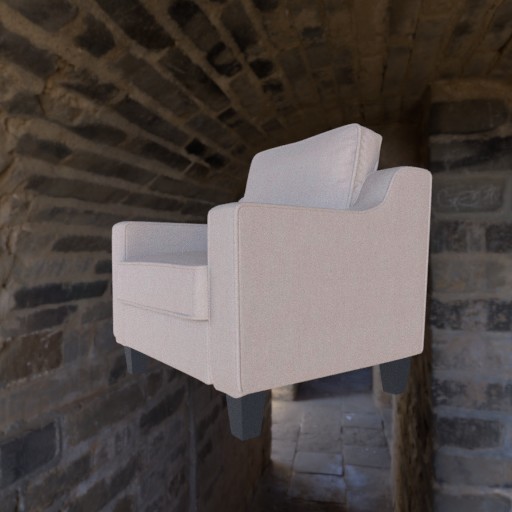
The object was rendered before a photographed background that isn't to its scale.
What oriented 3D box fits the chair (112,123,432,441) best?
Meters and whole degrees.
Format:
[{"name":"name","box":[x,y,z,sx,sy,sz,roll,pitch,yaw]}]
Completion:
[{"name":"chair","box":[0.000,0.000,1.679,0.882,0.948,0.922,0,0,-36]}]
